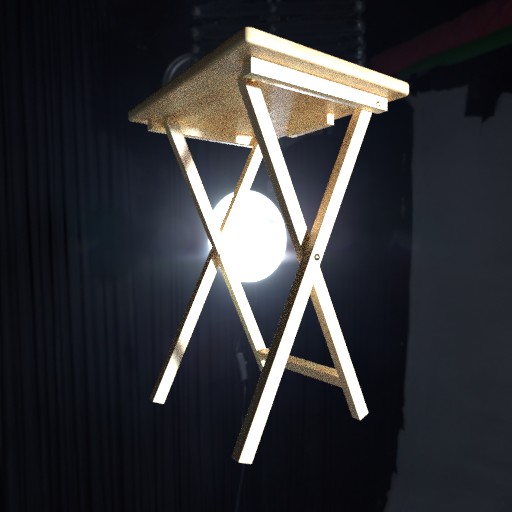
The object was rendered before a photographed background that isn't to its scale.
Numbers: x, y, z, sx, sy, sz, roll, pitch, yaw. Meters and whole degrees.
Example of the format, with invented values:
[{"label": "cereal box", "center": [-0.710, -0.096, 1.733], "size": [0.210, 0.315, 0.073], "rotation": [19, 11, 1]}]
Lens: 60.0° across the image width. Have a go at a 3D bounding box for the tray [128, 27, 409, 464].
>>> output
[{"label": "tray", "center": [0.000, 0.000, 0.935], "size": [0.381, 0.660, 0.483], "rotation": [-1, 1, -36]}]
